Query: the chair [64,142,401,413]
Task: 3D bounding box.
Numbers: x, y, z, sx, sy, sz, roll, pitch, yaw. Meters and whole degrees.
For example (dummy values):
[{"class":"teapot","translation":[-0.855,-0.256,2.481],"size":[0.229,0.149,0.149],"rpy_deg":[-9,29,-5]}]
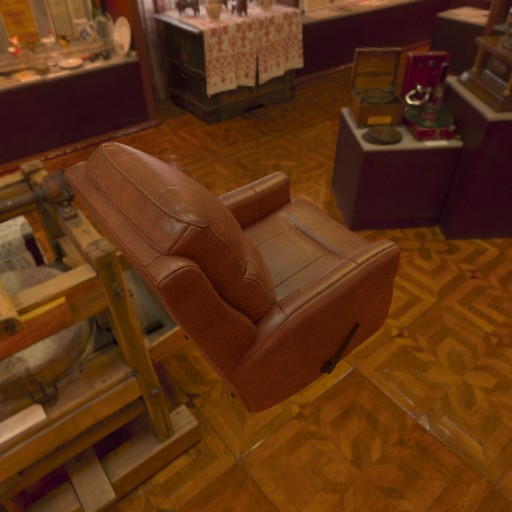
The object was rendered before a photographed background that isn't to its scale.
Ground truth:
[{"class":"chair","translation":[0.000,0.000,1.750],"size":[1.072,1.016,0.821],"rpy_deg":[-26,47,-27]}]
